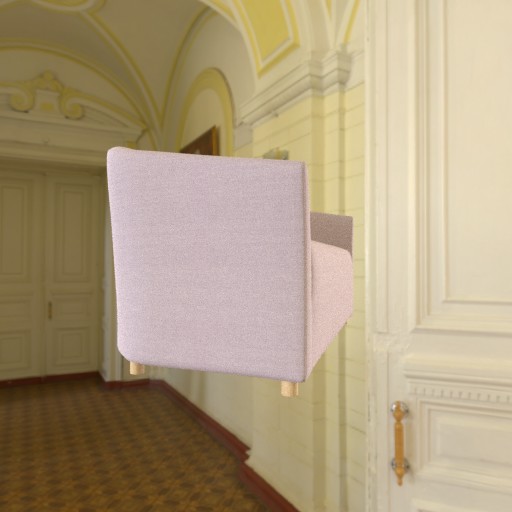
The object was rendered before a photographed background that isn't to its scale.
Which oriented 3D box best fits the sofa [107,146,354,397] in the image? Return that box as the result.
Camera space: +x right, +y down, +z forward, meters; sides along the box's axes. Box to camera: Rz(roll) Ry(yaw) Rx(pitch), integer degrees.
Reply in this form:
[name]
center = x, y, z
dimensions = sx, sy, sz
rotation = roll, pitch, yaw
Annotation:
[sofa]
center = 0.000, 0.000, 1.855
dimensions = 0.705, 0.721, 1.452
rotation = 0, -1, 17
